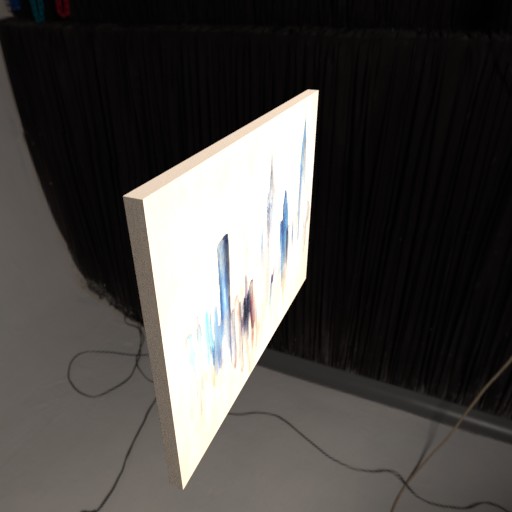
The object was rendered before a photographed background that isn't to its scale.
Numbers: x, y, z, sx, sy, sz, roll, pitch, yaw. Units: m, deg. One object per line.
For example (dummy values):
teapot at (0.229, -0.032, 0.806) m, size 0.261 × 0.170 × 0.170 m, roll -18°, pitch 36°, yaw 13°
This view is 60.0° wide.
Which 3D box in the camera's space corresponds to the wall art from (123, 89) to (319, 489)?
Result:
wall art at (0.000, 0.000, 1.297) m, size 0.038 × 0.762 × 1.016 m, roll 12°, pitch 32°, yaw 19°
